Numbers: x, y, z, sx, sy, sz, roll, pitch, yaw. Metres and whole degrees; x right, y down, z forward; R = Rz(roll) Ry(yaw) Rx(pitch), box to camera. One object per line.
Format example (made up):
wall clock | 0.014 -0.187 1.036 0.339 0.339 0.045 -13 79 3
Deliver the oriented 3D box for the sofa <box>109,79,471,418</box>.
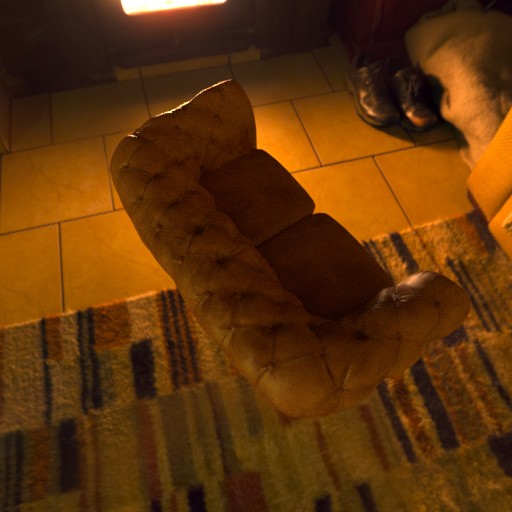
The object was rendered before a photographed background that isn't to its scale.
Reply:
sofa | 0.000 0.000 2.544 1.042 0.877 1.979 -31 63 -18
